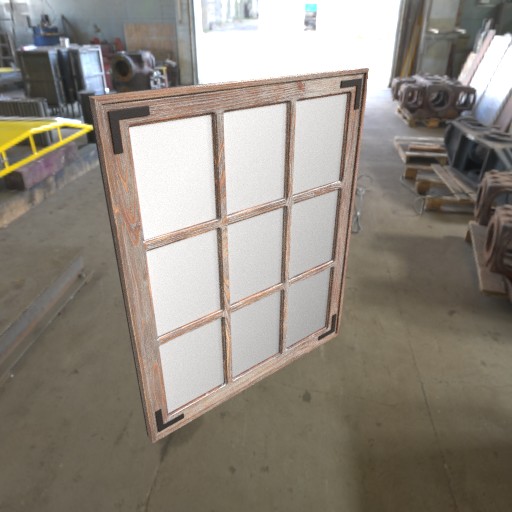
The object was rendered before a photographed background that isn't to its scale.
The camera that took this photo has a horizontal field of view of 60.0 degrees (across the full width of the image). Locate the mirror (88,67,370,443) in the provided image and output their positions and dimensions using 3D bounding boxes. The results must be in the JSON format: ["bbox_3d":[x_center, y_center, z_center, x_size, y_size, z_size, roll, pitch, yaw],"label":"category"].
[{"bbox_3d":[0.000,0.000,1.181,0.730,0.882,0.032,-21,35,-33],"label":"mirror"}]
